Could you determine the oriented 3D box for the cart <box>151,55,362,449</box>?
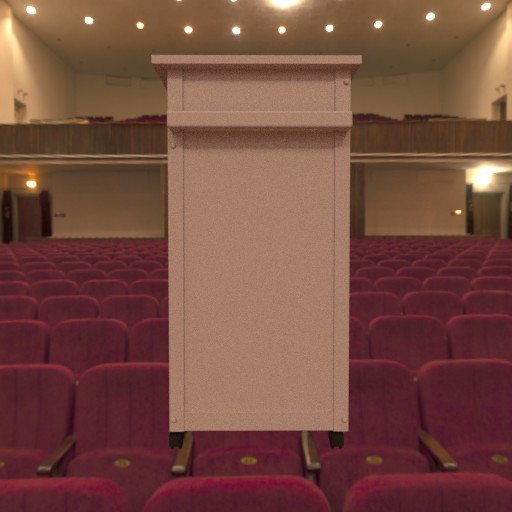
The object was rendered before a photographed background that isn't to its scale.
[{"bbox_3d":[0.000,0.000,1.267,0.442,0.864,0.683,0,2,0],"label":"cart"}]
